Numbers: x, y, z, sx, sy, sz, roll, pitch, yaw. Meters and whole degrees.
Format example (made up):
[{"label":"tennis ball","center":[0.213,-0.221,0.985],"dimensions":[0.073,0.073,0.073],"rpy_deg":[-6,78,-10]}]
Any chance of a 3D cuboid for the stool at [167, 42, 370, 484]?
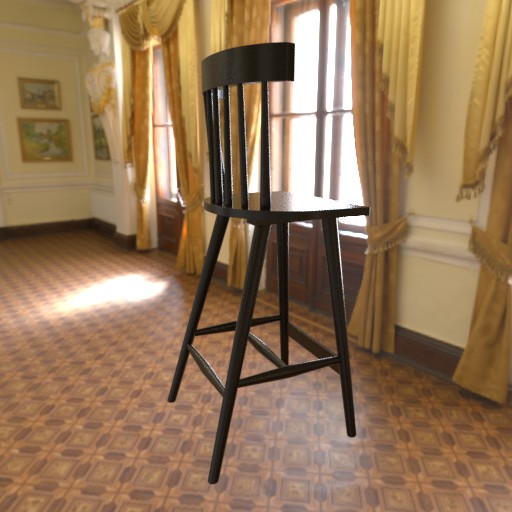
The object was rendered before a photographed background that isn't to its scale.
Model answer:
[{"label":"stool","center":[0.000,0.000,1.331],"dimensions":[0.483,1.092,0.482],"rpy_deg":[-6,15,-25]}]
